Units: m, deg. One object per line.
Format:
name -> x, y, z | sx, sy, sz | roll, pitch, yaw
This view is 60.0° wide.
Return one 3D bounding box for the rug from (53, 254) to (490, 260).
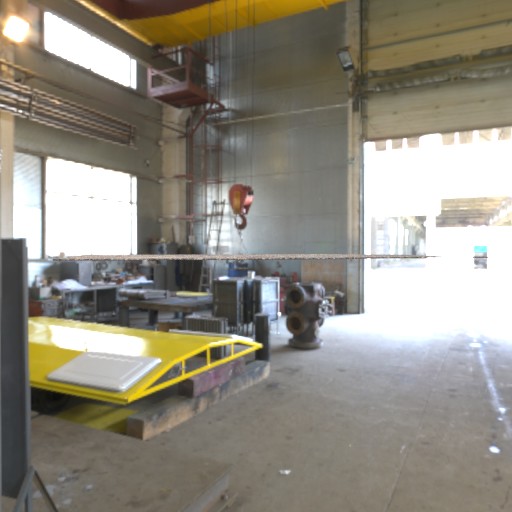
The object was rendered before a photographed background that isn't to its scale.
rug -> 0.000, 0.000, 5.292 | 4.093, 0.020, 2.997 | 0, 1, -18
